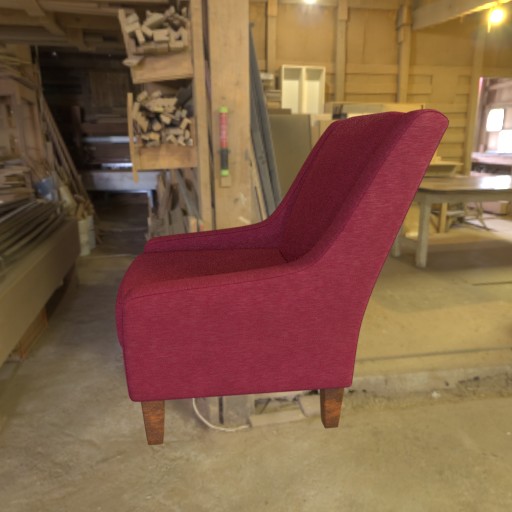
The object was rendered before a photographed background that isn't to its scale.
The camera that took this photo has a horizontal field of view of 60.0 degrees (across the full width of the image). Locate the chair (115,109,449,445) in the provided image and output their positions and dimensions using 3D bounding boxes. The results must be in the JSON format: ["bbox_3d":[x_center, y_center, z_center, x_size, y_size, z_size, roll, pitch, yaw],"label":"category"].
[{"bbox_3d":[0.000,0.000,1.652,0.985,1.017,0.793,-2,15,-8],"label":"chair"}]
